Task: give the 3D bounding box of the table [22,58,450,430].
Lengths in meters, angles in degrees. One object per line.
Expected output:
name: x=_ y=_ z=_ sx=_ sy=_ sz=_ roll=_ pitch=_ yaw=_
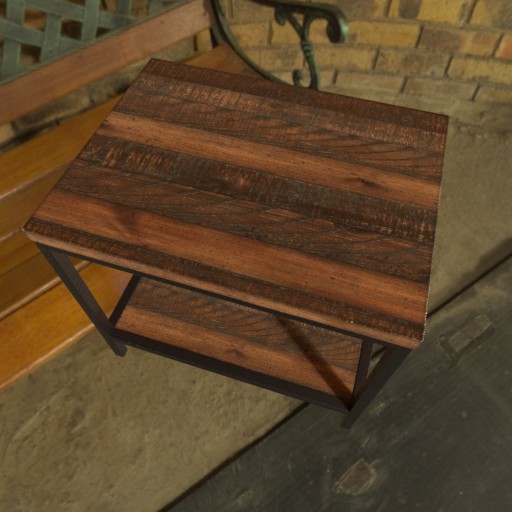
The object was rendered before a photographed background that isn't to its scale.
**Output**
table: x=0.000 y=0.000 z=1.095 sx=0.678 sy=0.612 sz=0.524 roll=15 pitch=58 yaw=10
